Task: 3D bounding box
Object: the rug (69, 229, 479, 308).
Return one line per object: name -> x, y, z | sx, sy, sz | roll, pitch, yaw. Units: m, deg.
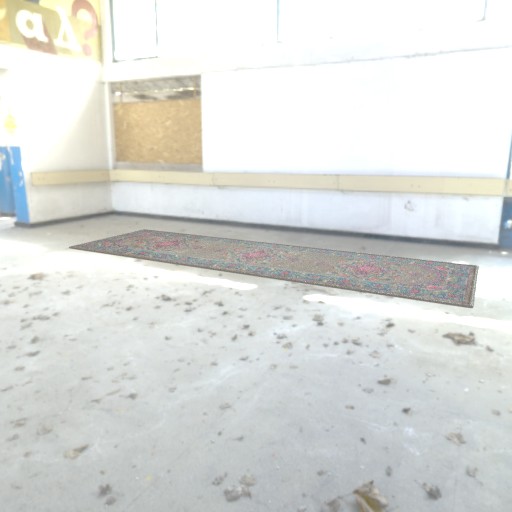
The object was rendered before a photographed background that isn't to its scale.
rug -> 0.000, 0.000, 2.036 | 1.827, 0.012, 0.553 | 7, 16, 27
